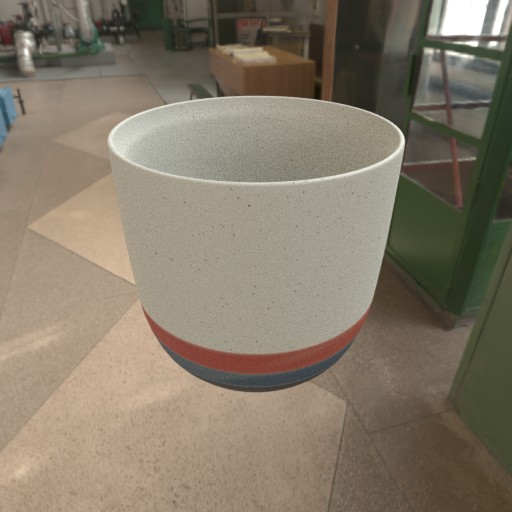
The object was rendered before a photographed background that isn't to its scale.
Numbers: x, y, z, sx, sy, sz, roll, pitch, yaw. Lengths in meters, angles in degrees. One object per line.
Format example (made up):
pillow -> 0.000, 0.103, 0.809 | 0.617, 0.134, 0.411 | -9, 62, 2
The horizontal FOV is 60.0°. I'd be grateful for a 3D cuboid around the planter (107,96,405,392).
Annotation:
planter -> 0.000, 0.000, 0.371 | 0.204, 0.214, 0.204 | 0, 32, 0
